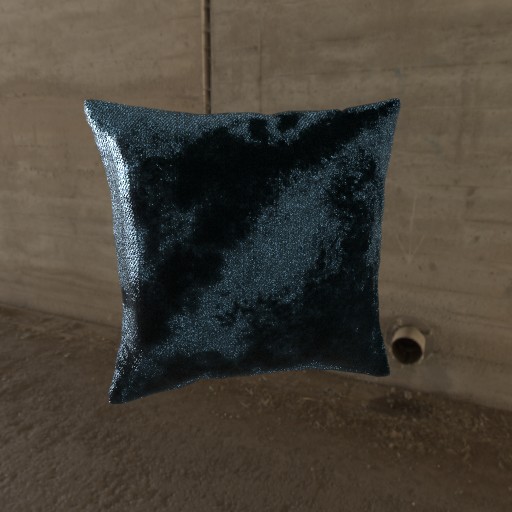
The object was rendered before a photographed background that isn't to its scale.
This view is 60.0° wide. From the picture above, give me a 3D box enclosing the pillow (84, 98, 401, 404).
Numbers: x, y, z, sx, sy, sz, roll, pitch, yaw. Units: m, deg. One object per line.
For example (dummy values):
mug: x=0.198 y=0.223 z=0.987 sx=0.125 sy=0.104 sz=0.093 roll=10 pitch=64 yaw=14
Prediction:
pillow: x=0.000 y=0.000 z=0.631 sx=0.436 sy=0.430 sz=0.138 roll=-2 pitch=15 yaw=-9
